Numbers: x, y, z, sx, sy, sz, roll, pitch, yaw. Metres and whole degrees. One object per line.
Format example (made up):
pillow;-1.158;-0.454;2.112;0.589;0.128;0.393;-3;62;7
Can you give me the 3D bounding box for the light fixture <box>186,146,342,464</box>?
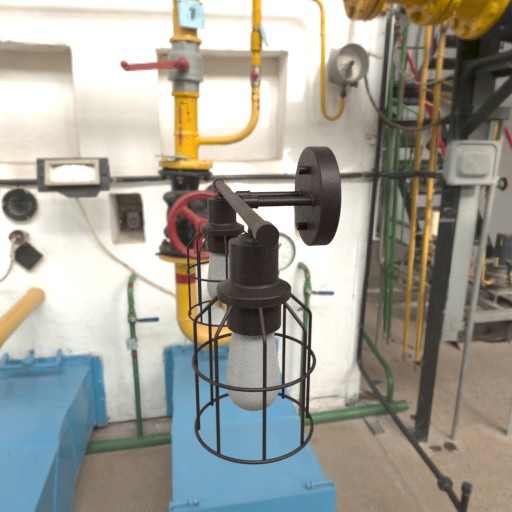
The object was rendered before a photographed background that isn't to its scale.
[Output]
light fixture;0.000;0.000;0.530;0.165;0.254;0.406;-2;15;-9
